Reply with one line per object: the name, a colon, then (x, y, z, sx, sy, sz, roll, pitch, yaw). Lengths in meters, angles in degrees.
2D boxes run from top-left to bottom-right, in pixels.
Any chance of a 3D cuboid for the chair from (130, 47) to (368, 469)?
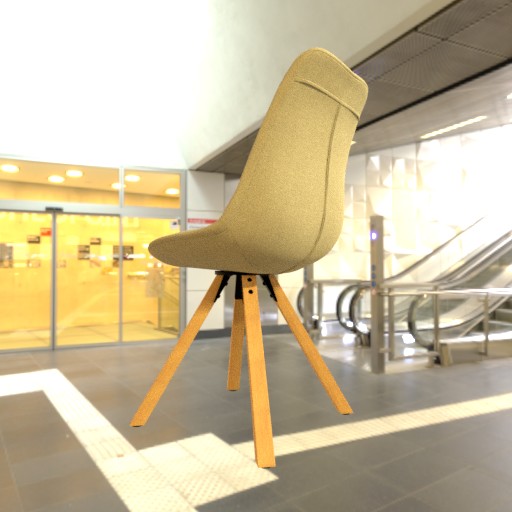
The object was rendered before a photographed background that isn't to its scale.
chair: (0.000, 0.000, 1.165, 0.549, 0.863, 0.474, -1, -1, 36)
